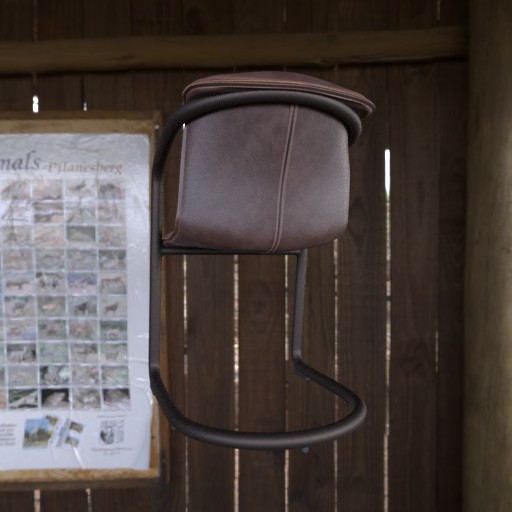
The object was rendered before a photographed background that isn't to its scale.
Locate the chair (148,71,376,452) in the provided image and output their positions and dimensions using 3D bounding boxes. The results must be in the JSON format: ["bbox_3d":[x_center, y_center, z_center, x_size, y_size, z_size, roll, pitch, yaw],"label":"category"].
[{"bbox_3d":[0.000,0.000,1.247,0.536,0.836,0.664,0,0,-19],"label":"chair"}]
